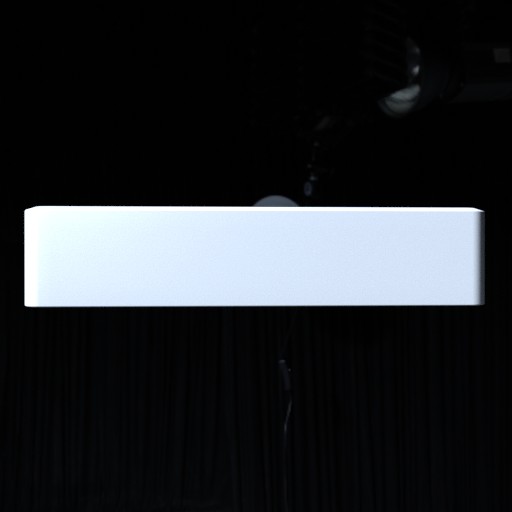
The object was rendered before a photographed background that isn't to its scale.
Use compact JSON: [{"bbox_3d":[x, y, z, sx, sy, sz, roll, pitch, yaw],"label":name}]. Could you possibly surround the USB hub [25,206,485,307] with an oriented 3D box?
[{"bbox_3d":[0.000,0.000,0.124,0.110,0.023,0.044,0,0,-2],"label":"USB hub"}]
